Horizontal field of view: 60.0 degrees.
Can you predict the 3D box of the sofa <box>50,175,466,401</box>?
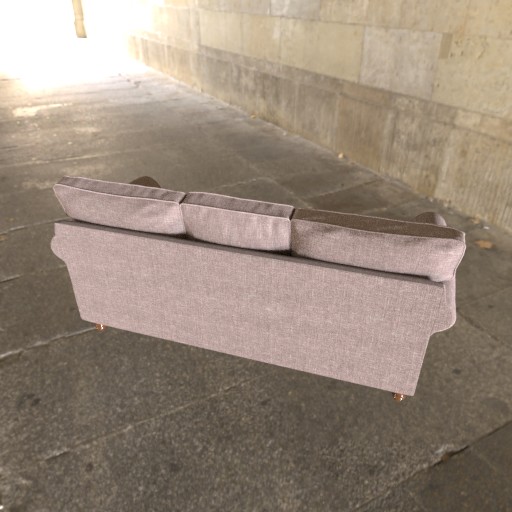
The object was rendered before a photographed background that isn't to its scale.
[{"bbox_3d":[0.000,0.000,2.573,2.084,0.961,0.916,9,32,15],"label":"sofa"}]
